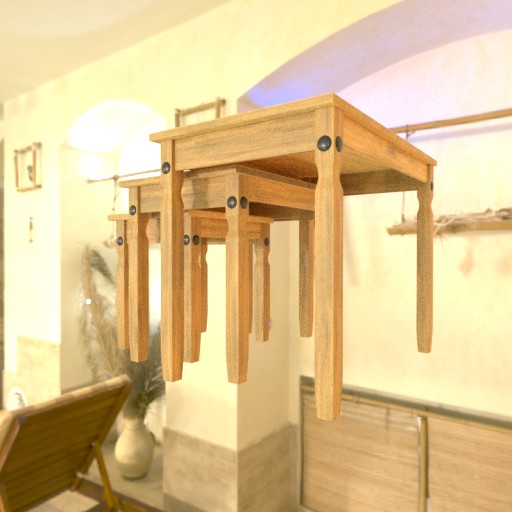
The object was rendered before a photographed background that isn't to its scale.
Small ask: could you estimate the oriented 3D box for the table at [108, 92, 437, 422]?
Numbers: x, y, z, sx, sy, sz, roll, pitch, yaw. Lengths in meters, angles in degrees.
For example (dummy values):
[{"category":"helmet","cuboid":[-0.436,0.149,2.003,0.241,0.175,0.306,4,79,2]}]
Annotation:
[{"category":"table","cuboid":[0.000,0.000,1.199,0.773,0.535,0.660,1,1,36]}]
